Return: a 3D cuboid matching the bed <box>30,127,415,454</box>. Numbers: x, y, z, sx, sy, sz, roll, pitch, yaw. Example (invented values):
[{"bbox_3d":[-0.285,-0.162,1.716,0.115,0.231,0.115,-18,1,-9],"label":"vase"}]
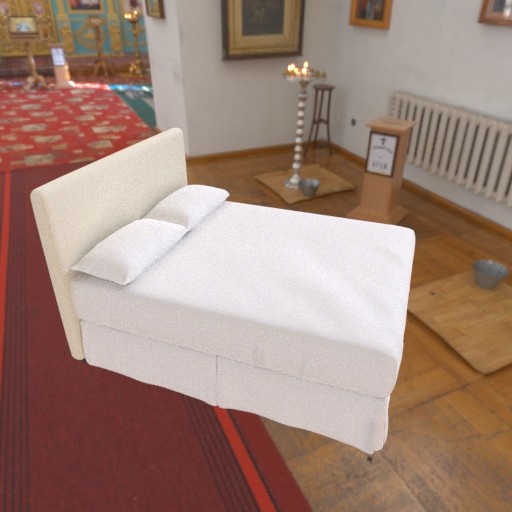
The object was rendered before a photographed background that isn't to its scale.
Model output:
[{"bbox_3d":[0.000,0.000,3.172,2.147,1.330,1.714,10,31,18],"label":"bed"}]
